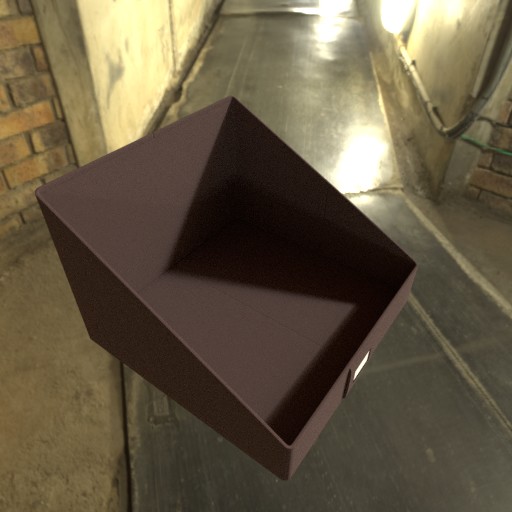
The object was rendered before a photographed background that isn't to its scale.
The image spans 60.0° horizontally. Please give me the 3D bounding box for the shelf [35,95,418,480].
[{"bbox_3d":[0.000,0.000,0.494,0.292,0.210,0.292,26,47,27],"label":"shelf"}]
